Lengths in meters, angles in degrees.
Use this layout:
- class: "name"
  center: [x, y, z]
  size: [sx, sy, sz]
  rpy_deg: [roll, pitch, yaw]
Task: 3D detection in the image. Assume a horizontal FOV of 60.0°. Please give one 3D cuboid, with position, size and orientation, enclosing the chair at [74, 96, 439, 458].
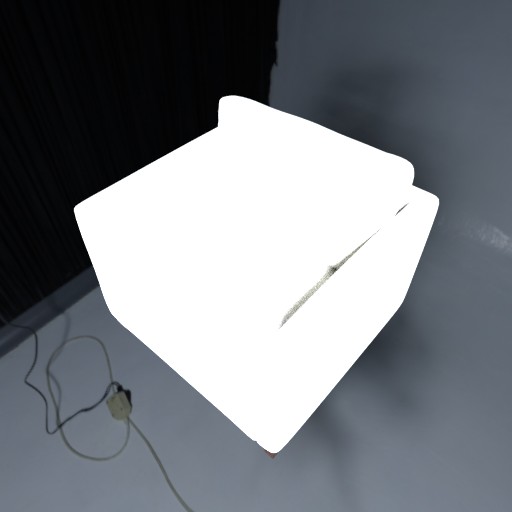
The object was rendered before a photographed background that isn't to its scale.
- class: "chair"
  center: [0.000, 0.000, 1.765]
  size: [0.996, 0.919, 0.959]
  rpy_deg: [32, 54, 28]
